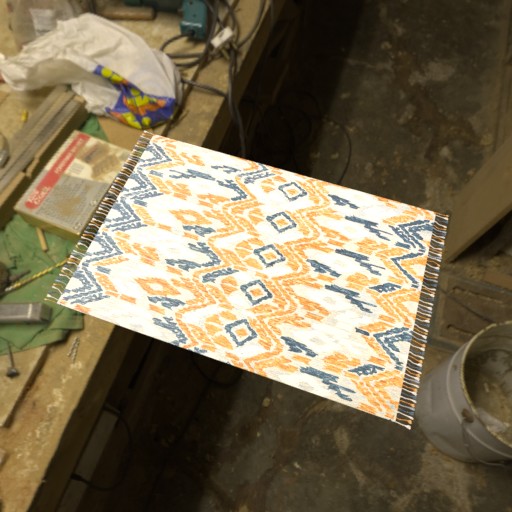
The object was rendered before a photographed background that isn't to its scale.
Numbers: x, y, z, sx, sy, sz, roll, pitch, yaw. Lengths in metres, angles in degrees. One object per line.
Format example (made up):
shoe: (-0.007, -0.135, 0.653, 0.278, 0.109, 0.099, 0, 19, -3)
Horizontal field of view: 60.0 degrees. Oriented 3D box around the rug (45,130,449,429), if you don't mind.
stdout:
rug: (0.000, 0.000, 3.054, 2.428, 0.010, 1.533, 17, 65, 8)
